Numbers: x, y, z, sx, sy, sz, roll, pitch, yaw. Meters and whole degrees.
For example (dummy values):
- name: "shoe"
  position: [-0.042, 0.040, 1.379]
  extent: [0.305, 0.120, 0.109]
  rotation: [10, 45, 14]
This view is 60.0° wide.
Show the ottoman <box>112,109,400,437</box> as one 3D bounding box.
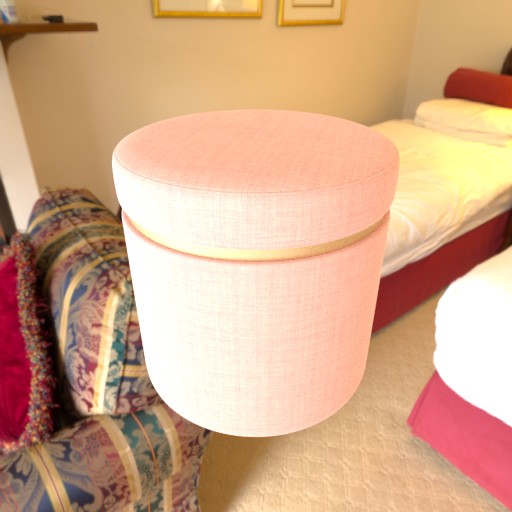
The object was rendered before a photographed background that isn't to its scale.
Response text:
- name: "ottoman"
  position: [0.000, 0.000, 0.724]
  extent: [0.400, 0.406, 0.400]
  rotation: [0, 30, 0]
